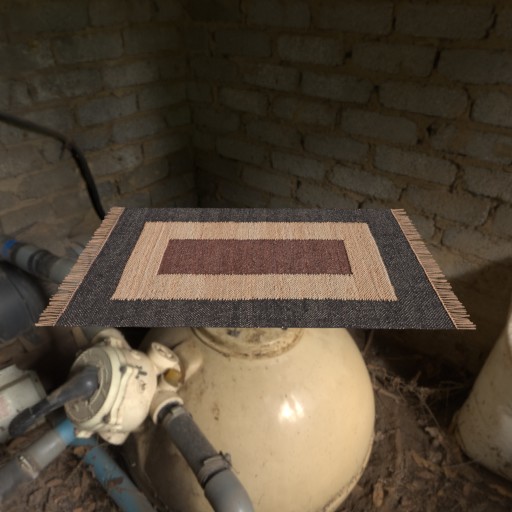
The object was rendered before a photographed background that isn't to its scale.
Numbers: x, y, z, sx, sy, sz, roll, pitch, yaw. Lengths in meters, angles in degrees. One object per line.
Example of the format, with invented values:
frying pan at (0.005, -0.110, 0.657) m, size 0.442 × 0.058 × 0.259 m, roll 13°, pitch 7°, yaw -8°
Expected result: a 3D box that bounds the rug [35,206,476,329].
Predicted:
rug at (0.000, 0.000, 2.520) m, size 2.021 × 0.027 × 1.224 m, roll 0°, pitch 32°, yaw 1°
